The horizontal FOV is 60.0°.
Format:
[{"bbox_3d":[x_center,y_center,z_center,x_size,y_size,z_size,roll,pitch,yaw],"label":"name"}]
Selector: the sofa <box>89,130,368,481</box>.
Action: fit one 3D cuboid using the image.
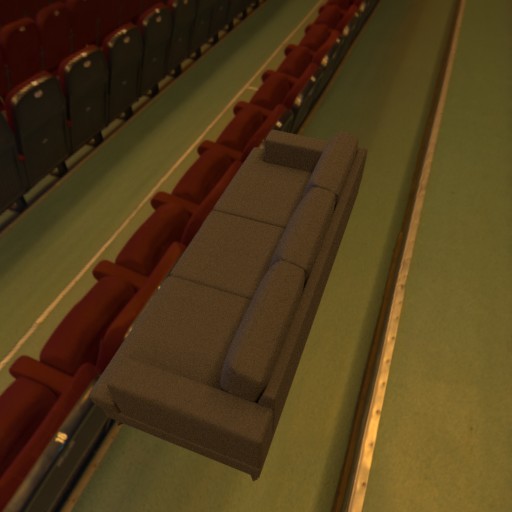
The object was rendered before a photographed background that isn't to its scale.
[{"bbox_3d":[0.000,0.000,2.786,0.920,0.810,2.310,15,49,14],"label":"sofa"}]
